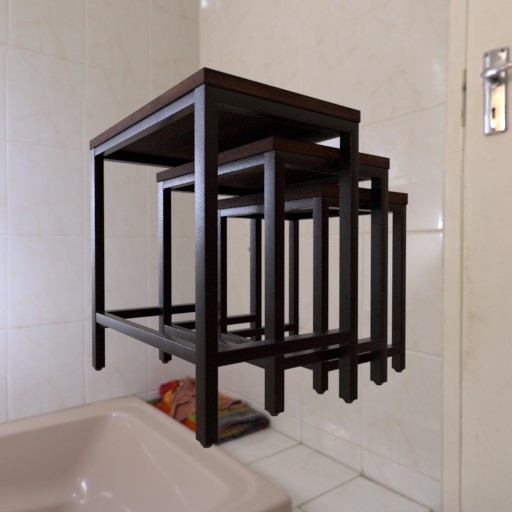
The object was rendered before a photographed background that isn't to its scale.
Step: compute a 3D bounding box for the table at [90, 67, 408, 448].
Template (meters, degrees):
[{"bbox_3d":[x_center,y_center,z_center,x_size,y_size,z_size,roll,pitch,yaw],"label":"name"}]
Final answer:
[{"bbox_3d":[0.000,0.000,1.147,0.660,0.616,0.608,-1,1,-37],"label":"table"}]
